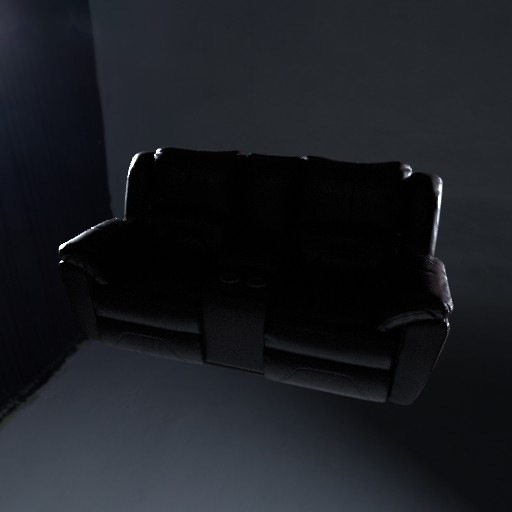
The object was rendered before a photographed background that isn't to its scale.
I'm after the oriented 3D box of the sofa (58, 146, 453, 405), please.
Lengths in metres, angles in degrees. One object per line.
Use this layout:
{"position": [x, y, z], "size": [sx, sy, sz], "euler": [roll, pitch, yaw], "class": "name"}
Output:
{"position": [0.000, 0.000, 2.593], "size": [2.058, 1.043, 0.991], "euler": [8, 27, 15], "class": "sofa"}
